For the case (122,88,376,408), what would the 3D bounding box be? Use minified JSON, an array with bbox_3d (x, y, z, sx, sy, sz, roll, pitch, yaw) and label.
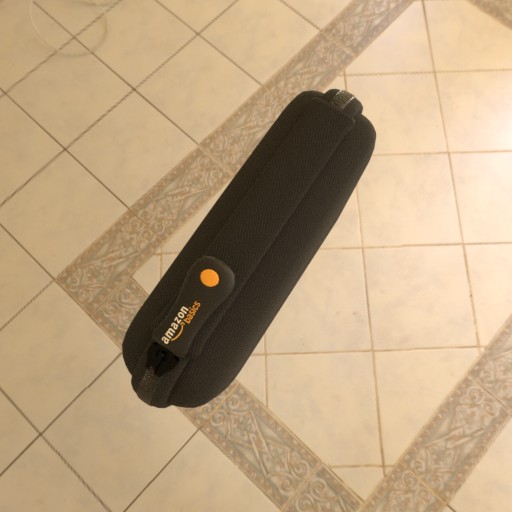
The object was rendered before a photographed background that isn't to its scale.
[{"bbox_3d":[0.000,0.000,0.180,0.038,0.105,0.132,32,78,8],"label":"case"}]
